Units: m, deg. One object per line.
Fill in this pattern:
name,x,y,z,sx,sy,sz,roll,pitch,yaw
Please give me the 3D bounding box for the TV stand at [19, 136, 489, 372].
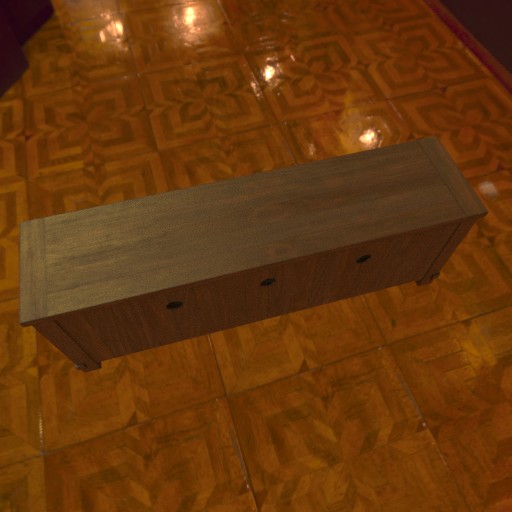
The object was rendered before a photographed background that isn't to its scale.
TV stand,0.000,0.000,2.073,1.866,0.615,0.471,-13,59,-8
